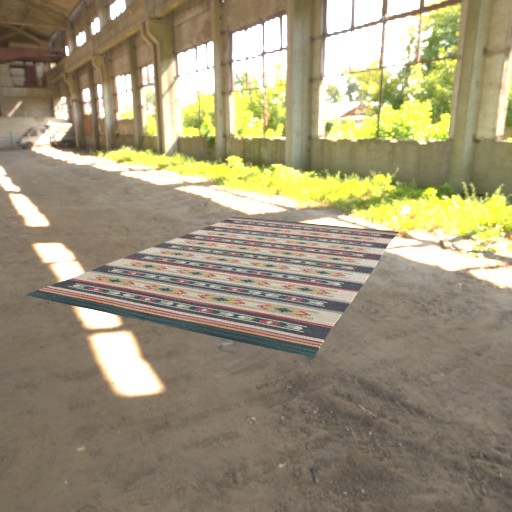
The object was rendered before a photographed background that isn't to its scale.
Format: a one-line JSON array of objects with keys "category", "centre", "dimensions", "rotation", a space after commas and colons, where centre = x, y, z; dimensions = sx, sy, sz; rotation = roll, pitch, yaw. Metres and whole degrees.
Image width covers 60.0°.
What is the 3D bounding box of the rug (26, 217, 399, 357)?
[{"category": "rug", "centre": [0.000, 0.000, 2.351], "dimensions": [1.221, 0.009, 1.825], "rotation": [7, 18, 24]}]
